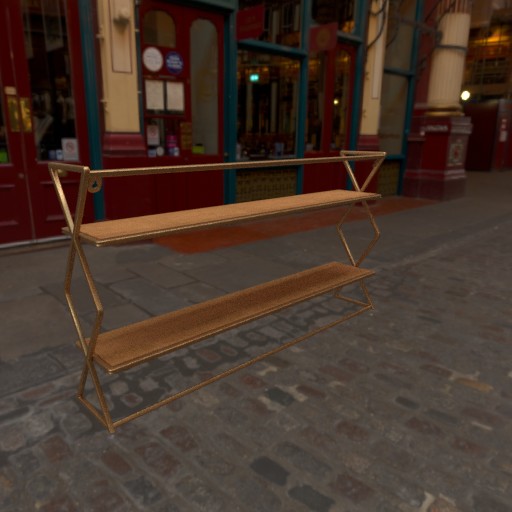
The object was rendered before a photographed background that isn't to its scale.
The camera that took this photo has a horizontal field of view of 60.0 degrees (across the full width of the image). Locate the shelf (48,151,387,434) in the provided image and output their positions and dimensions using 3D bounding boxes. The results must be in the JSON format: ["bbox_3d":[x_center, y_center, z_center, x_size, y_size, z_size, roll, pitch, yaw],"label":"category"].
[{"bbox_3d":[0.000,0.000,1.023,0.822,0.450,0.150,-14,21,-41],"label":"shelf"}]
